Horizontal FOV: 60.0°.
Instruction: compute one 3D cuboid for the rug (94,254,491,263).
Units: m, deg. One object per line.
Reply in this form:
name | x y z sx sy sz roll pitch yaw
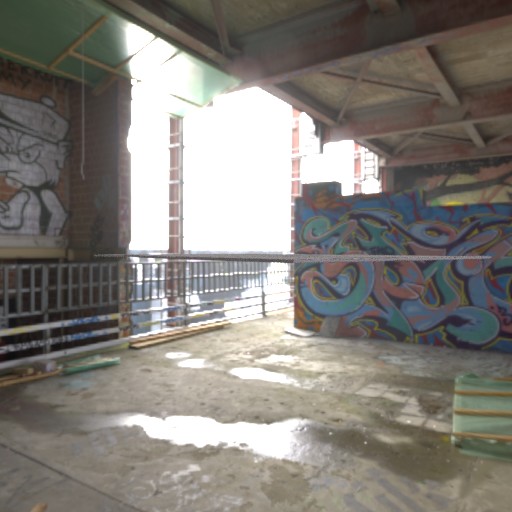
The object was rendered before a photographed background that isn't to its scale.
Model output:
rug | 0.000 0.000 1.067 0.515 0.007 0.867 -1 1 -36
